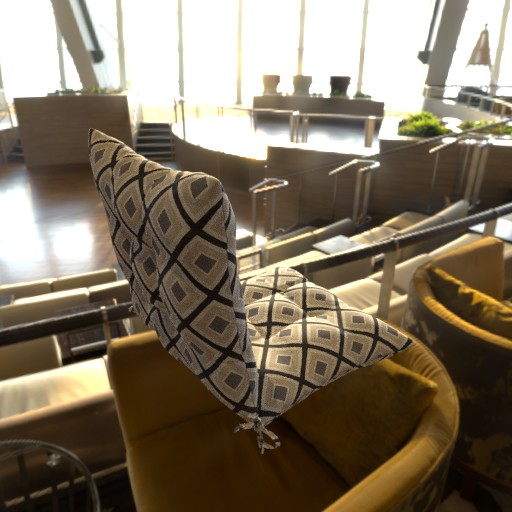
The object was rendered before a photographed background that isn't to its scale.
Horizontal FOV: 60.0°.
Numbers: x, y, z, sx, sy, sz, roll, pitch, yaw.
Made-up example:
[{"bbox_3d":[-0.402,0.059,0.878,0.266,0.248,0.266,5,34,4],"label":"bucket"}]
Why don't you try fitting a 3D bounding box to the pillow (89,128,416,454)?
[{"bbox_3d":[0.000,0.000,0.986,0.585,0.536,0.541,-17,30,-32],"label":"pillow"}]
